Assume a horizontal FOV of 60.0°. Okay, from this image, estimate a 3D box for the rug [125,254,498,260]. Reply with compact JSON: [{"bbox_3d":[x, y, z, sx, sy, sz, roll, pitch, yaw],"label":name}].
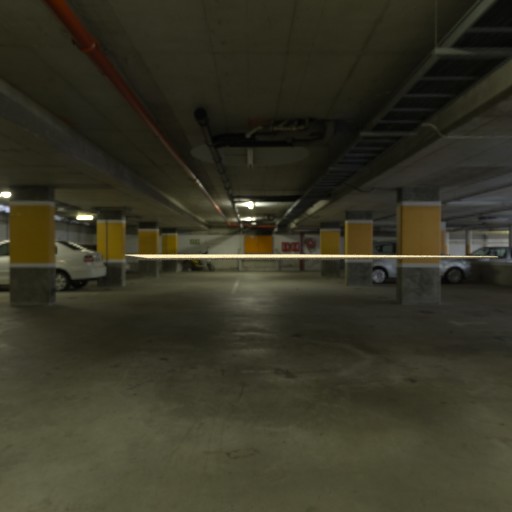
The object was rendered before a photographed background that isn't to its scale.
[{"bbox_3d":[0.000,0.000,2.259,1.220,0.007,1.828,0,0,-18],"label":"rug"}]
